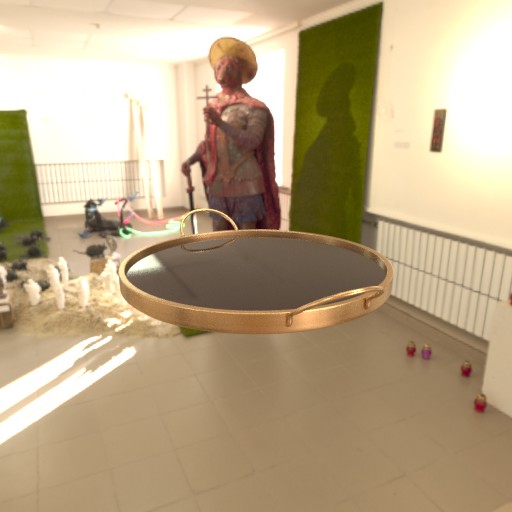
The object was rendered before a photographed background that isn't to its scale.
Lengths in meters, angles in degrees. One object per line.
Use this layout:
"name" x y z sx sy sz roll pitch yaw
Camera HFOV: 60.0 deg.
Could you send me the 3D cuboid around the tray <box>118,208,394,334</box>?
"tray" 0.000 0.000 0.734 0.438 0.069 0.543 -8 18 -25
